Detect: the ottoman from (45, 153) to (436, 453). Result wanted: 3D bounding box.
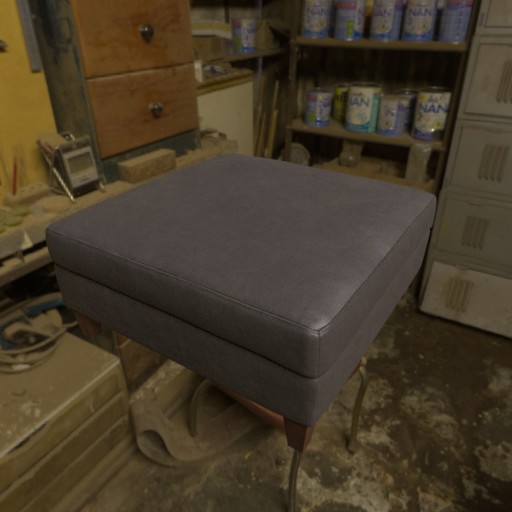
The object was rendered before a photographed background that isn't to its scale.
[{"bbox_3d":[0.000,0.000,1.334,0.836,0.415,0.844,18,34,29],"label":"ottoman"}]
